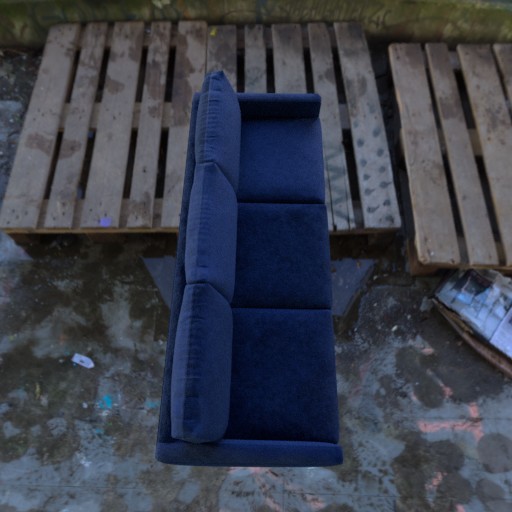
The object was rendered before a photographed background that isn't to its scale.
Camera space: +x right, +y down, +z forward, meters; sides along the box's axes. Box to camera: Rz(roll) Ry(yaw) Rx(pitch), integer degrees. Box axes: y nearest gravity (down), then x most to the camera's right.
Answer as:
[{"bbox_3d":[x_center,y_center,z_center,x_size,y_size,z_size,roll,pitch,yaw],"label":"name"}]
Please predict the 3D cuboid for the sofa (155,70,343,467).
[{"bbox_3d":[0.000,0.000,2.618,0.875,0.879,2.252,1,64,0],"label":"sofa"}]
